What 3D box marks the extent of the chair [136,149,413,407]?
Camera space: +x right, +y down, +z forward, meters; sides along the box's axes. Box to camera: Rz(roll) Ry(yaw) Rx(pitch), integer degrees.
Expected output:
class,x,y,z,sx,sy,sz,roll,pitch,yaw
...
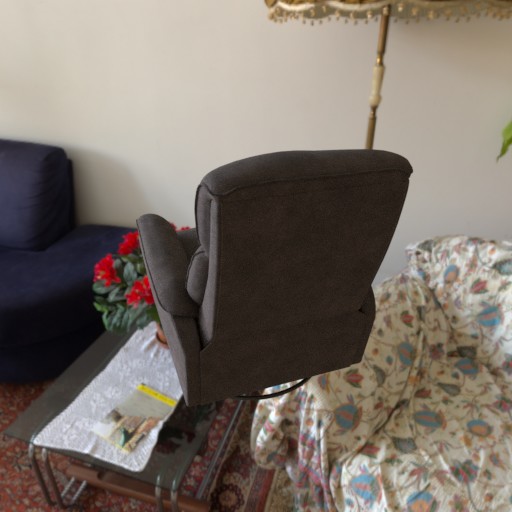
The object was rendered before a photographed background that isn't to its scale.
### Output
class,x,y,z,sx,sy,sz,roll,pitch,yaw
chair,0.000,0.000,1.730,0.830,1.035,1.009,-9,30,-17
